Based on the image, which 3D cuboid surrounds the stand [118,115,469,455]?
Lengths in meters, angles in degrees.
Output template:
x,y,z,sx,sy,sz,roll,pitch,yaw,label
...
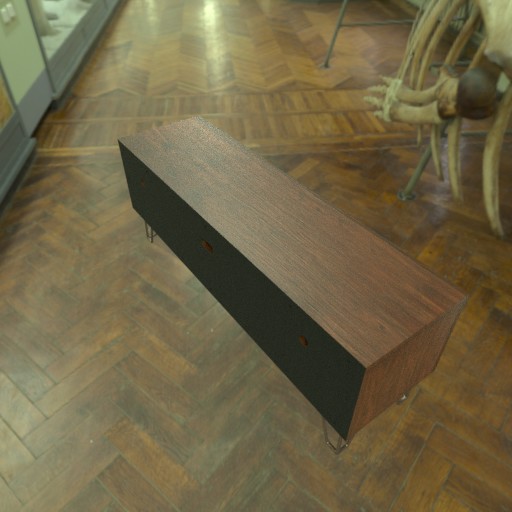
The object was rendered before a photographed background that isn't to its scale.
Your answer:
x,y,z,sx,sy,sz,roll,pitch,yaw,label
0.000,0.000,1.963,0.481,0.610,1.626,-26,47,-26,stand
